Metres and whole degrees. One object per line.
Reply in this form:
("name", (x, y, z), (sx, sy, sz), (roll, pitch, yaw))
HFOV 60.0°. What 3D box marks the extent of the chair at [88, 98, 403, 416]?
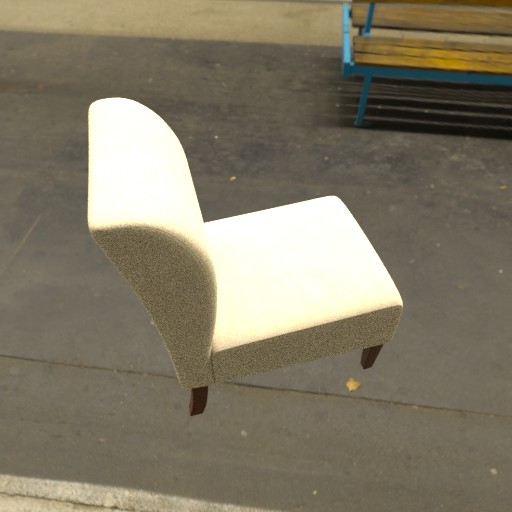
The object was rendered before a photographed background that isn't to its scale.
("chair", (0.000, 0.000, 1.310), (0.754, 0.833, 0.521), (-11, 47, -10))
